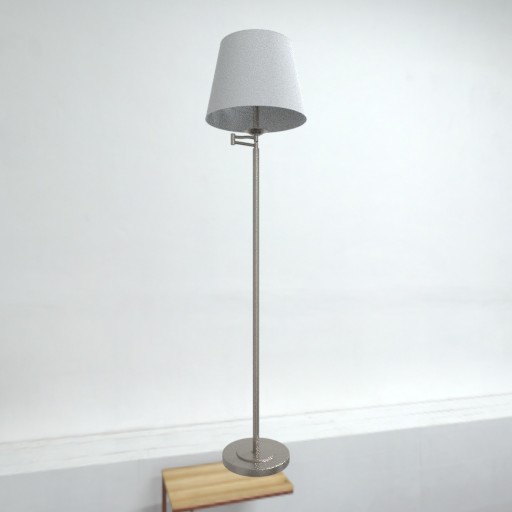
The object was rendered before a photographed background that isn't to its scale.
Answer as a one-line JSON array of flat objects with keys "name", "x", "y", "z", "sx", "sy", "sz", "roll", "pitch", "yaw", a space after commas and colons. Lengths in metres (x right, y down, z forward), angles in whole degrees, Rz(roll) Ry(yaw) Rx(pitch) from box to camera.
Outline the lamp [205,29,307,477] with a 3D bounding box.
[{"name": "lamp", "x": 0.000, "y": 0.000, "z": 1.580, "sx": 0.355, "sy": 1.473, "sz": 0.355, "roll": 0, "pitch": 2, "yaw": 0}]
